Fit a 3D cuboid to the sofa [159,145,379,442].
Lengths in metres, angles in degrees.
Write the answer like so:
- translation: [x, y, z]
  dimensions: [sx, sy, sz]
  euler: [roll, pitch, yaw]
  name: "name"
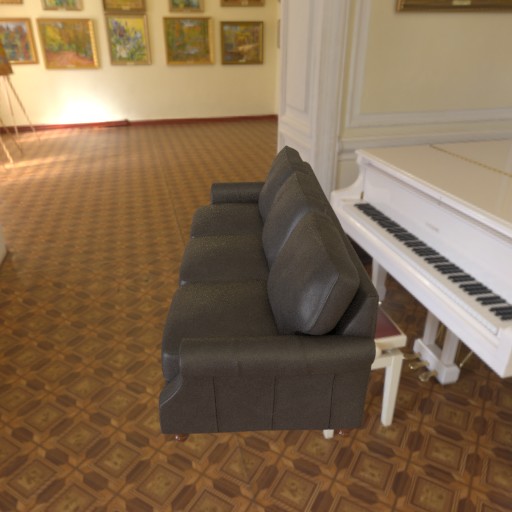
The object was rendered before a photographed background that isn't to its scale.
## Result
- translation: [0.000, 0.000, 2.892]
  dimensions: [0.974, 0.977, 2.387]
  euler: [-1, 27, -2]
  name: "sofa"
